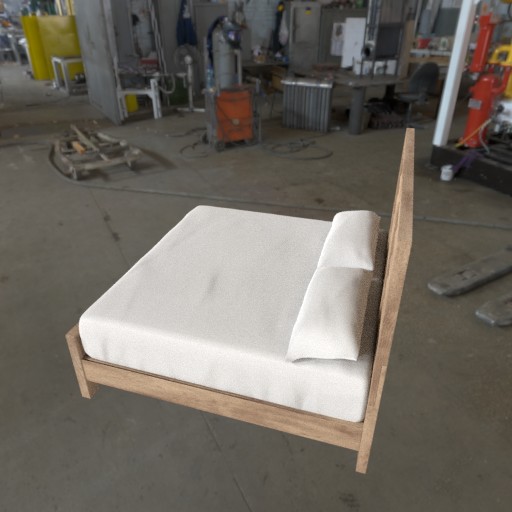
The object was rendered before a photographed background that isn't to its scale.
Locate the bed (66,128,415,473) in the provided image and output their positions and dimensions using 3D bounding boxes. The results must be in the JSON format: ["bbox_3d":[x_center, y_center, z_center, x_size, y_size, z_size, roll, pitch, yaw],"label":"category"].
[{"bbox_3d":[0.000,0.000,3.429,2.062,1.626,2.032,9,31,15],"label":"bed"}]
